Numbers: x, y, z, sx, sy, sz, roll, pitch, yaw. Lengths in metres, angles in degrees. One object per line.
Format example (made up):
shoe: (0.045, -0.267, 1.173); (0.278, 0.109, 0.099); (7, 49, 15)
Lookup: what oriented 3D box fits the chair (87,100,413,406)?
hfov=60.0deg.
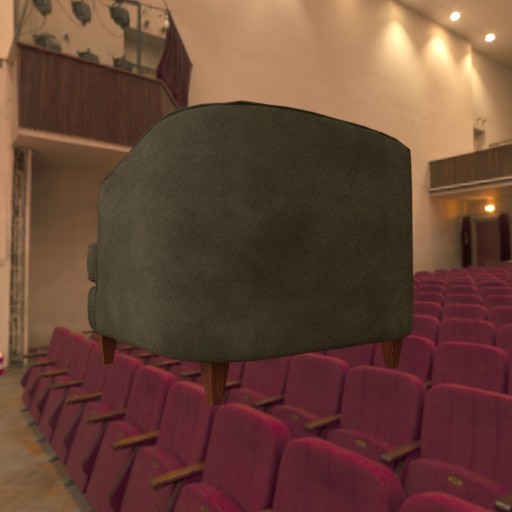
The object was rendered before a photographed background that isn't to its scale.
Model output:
chair: (0.000, 0.000, 1.764); (1.104, 0.852, 0.941); (1, -2, -36)
